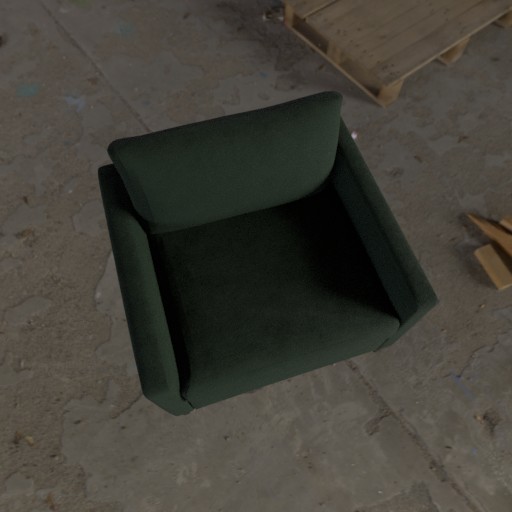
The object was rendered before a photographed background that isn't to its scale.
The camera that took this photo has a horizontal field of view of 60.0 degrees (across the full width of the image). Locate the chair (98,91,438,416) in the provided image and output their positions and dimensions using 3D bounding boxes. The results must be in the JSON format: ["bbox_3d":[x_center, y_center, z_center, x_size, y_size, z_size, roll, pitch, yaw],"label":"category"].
[{"bbox_3d":[0.000,0.000,1.649,0.963,0.861,0.866,-16,65,-8],"label":"chair"}]
